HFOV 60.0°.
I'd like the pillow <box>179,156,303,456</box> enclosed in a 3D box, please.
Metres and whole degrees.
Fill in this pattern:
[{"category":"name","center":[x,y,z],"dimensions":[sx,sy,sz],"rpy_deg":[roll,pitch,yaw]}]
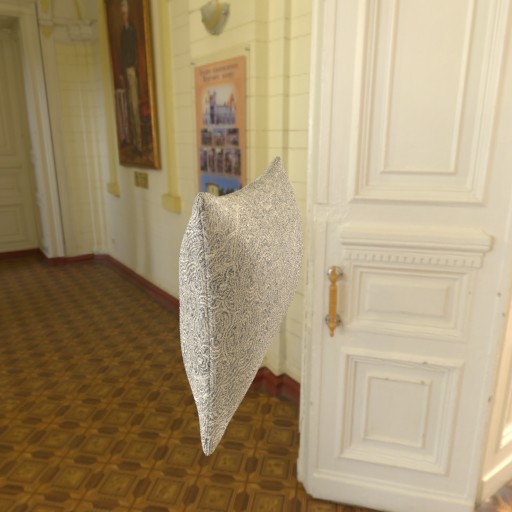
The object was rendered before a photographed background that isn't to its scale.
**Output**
[{"category":"pillow","center":[0.000,0.000,0.744],"dimensions":[0.151,0.295,0.615],"rpy_deg":[3,16,9]}]
